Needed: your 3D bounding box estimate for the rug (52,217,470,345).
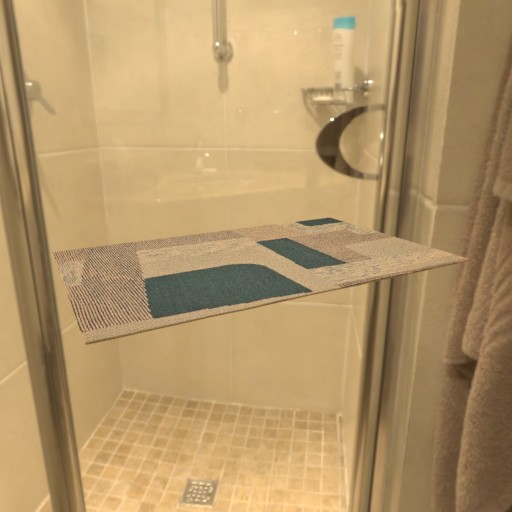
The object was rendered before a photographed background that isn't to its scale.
[{"bbox_3d":[0.000,0.000,3.030,2.436,0.015,1.521,-9,19,-27],"label":"rug"}]
